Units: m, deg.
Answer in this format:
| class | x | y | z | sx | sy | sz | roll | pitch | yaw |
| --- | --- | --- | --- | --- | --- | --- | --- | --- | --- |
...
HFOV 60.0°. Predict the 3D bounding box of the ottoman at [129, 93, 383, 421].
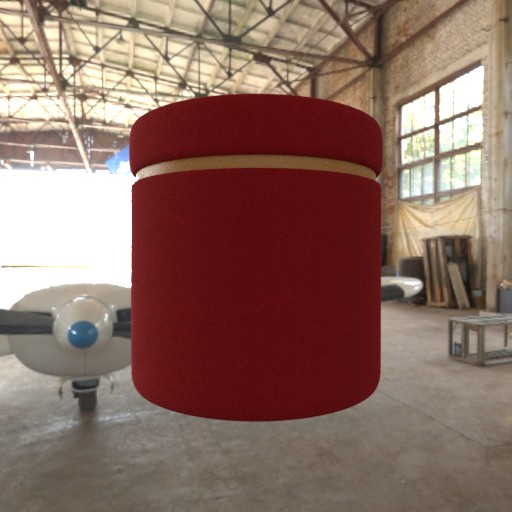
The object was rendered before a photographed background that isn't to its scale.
| class | x | y | z | sx | sy | sz | roll | pitch | yaw |
| --- | --- | --- | --- | --- | --- | --- | --- | --- | --- |
| ottoman | 0.000 | 0.000 | 0.729 | 0.400 | 0.406 | 0.400 | 0 | 1 | 0 |
